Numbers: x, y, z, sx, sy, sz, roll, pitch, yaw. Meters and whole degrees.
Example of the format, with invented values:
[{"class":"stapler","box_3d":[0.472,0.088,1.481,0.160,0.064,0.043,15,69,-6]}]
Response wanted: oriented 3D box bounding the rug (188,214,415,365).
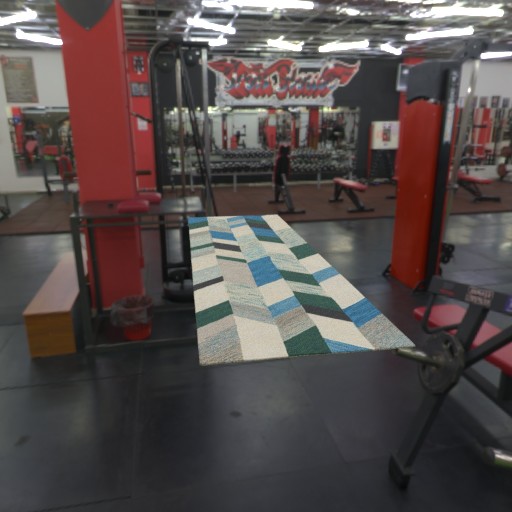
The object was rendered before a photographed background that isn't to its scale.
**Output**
[{"class":"rug","box_3d":[0.000,0.000,2.666,0.774,0.008,2.437,-3,17,-9]}]
